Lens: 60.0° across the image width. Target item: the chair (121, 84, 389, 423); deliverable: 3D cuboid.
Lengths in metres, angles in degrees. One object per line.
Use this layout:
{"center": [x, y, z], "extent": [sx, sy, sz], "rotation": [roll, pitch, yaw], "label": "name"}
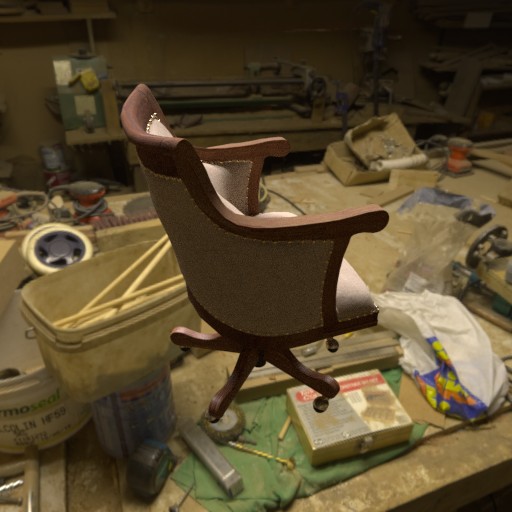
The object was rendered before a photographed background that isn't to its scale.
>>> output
{"center": [0.000, 0.000, 1.406], "extent": [0.689, 0.965, 0.656], "rotation": [-11, 33, -17], "label": "chair"}
